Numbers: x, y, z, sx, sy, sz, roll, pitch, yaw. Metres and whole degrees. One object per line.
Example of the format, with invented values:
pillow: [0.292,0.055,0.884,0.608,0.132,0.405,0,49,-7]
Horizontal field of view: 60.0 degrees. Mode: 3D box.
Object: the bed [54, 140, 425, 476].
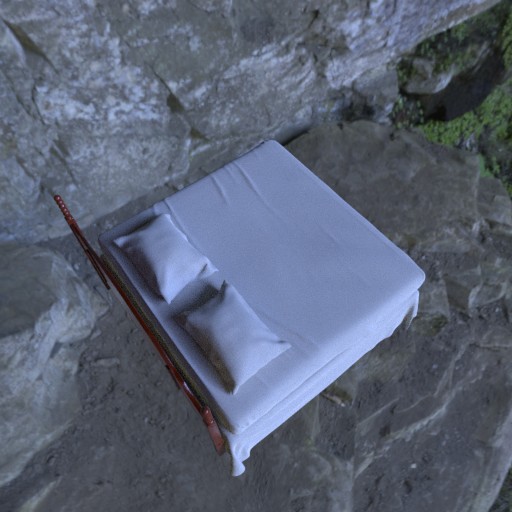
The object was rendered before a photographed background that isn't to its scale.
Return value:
bed: [0.000,0.000,3.666,2.219,1.355,2.322,-33,64,-19]
